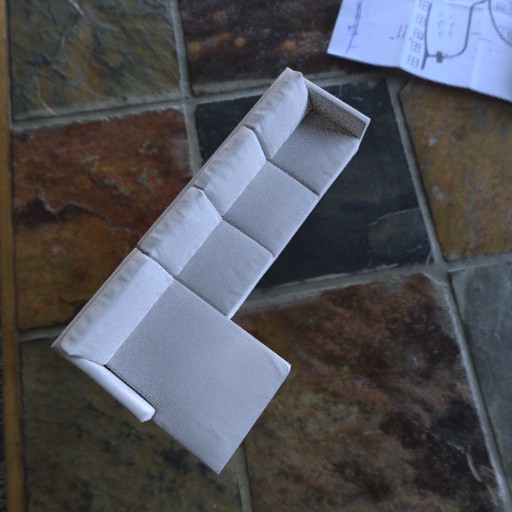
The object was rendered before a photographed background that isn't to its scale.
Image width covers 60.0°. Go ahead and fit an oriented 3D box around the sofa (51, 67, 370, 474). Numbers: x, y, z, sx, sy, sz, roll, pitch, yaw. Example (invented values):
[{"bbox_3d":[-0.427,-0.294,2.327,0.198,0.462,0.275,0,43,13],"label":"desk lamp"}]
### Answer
[{"bbox_3d":[0.000,0.000,3.862,1.625,0.861,3.186,35,77,9],"label":"sofa"}]
